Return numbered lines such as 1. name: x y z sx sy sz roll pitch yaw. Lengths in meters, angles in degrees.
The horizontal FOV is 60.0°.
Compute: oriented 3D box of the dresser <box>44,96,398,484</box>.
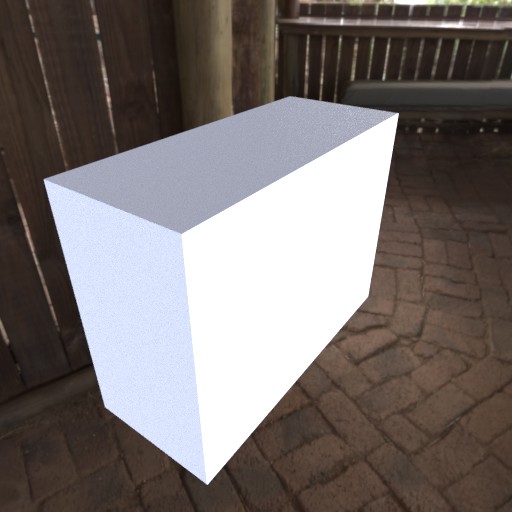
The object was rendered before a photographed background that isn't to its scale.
1. dresser: 0.000 0.000 1.543 0.460 0.820 1.100 21 38 30
